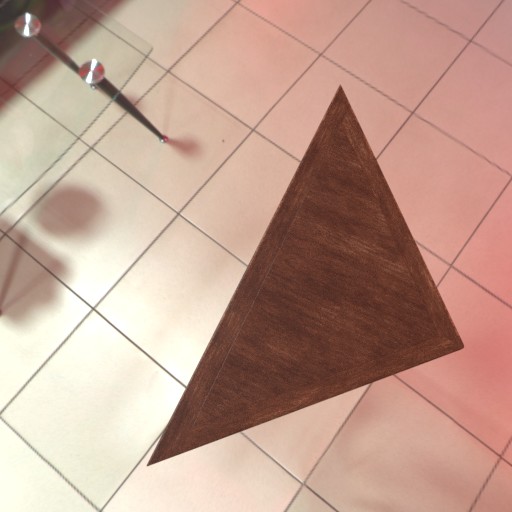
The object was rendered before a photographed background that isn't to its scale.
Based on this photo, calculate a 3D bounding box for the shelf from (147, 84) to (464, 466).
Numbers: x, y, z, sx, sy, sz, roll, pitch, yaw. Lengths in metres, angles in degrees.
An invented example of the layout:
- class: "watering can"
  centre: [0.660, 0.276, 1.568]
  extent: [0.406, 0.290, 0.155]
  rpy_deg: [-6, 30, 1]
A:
- class: "shelf"
  centre: [0.000, 0.000, 0.440]
  extent: [0.296, 0.035, 0.296]
  rpy_deg: [-18, 74, -5]
